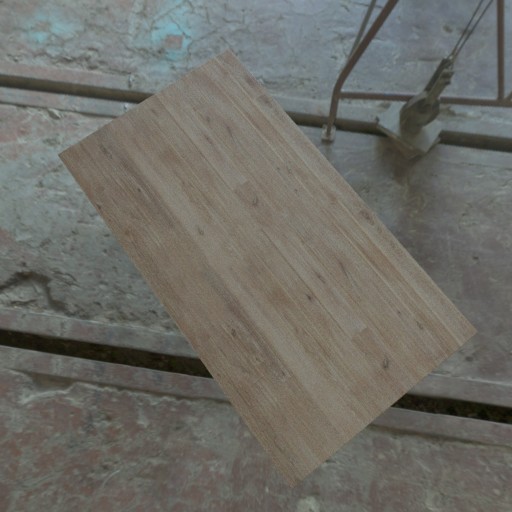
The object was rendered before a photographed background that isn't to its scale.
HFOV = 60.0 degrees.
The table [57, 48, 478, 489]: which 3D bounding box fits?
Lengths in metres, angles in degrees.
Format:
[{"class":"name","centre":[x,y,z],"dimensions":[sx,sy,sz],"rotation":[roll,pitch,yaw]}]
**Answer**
[{"class":"table","centre":[0.000,0.000,2.047],"dimensions":[0.918,0.531,1.619],"rotation":[-36,77,-9]}]
